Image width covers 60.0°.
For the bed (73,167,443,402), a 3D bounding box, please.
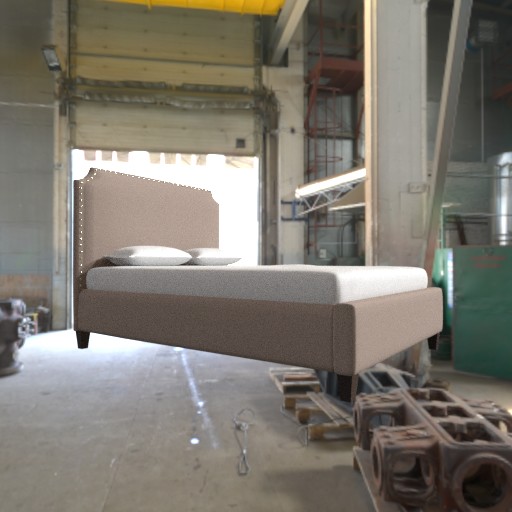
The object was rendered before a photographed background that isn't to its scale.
[{"bbox_3d":[0.000,0.000,3.464,2.372,1.443,1.713,-1,-1,36],"label":"bed"}]
